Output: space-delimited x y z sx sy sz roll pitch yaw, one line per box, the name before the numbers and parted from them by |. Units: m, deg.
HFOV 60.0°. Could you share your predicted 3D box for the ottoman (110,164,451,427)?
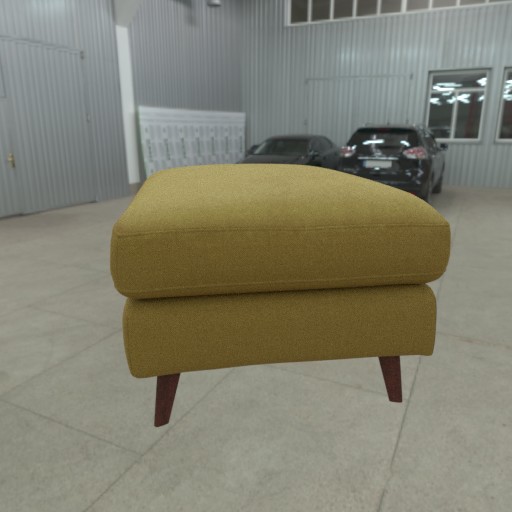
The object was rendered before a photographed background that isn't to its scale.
ottoman | 0.000 0.000 1.143 0.608 0.449 0.811 -3 16 -9
